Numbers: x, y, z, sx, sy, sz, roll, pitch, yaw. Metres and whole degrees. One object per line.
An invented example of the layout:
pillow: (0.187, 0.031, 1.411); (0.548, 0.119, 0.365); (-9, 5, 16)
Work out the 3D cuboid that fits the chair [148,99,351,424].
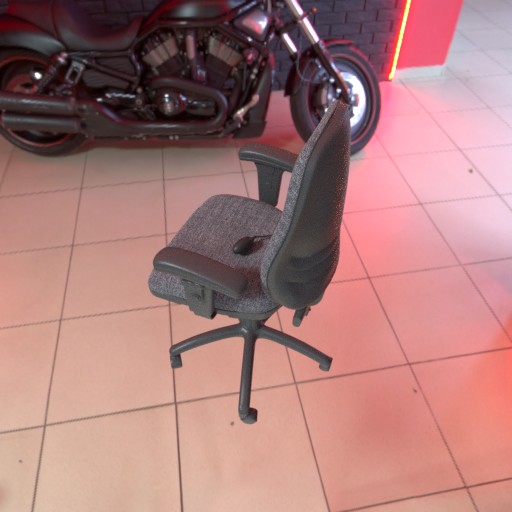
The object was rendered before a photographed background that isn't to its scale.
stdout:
chair: (0.000, 0.000, 1.223); (0.530, 0.910, 0.550); (17, 49, 15)
